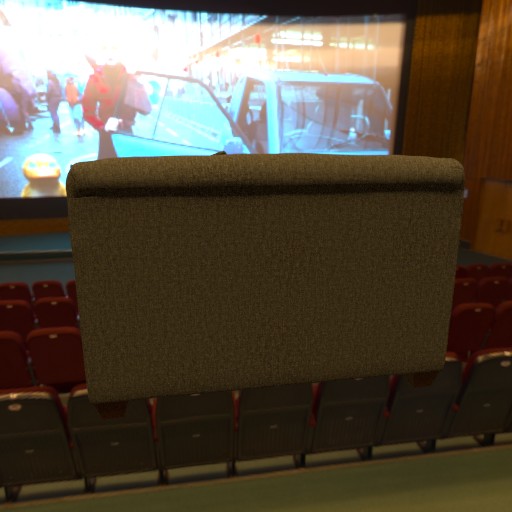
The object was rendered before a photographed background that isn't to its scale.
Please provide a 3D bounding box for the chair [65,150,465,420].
[{"bbox_3d":[0.000,0.000,2.026,1.383,0.948,1.000,-3,15,-10],"label":"chair"}]
